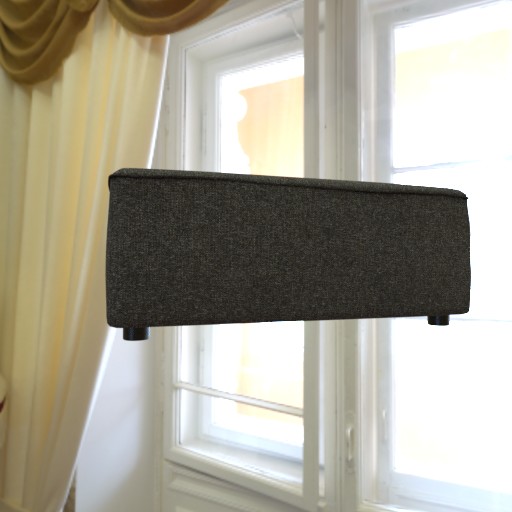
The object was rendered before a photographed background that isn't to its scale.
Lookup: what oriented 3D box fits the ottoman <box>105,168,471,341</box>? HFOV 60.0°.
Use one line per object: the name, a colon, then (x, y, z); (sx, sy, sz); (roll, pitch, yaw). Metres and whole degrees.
ottoman: (0.000, 0.000, 1.604); (1.021, 0.423, 1.017); (0, -1, -16)
